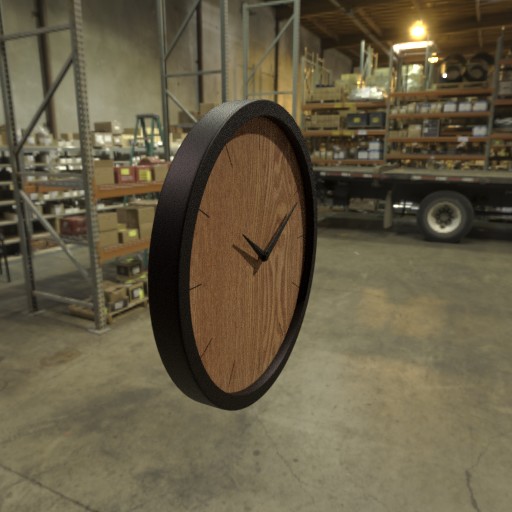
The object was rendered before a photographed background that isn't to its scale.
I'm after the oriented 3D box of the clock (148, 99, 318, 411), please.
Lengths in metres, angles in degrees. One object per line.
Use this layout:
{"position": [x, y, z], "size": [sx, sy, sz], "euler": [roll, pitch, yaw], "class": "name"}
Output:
{"position": [0.000, 0.000, 0.470], "size": [0.029, 0.314, 0.314], "euler": [7, 15, 26], "class": "clock"}
